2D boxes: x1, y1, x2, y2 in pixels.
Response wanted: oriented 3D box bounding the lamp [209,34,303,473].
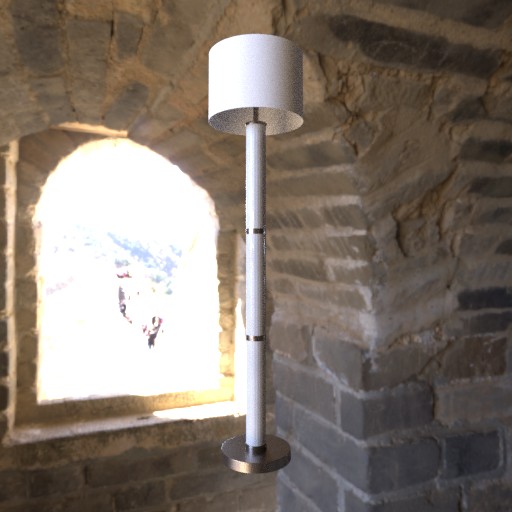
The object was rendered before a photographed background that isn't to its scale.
[{"bbox_3d":[0.000,0.000,1.769,0.377,1.599,0.377,0,0,17],"label":"lamp"}]
